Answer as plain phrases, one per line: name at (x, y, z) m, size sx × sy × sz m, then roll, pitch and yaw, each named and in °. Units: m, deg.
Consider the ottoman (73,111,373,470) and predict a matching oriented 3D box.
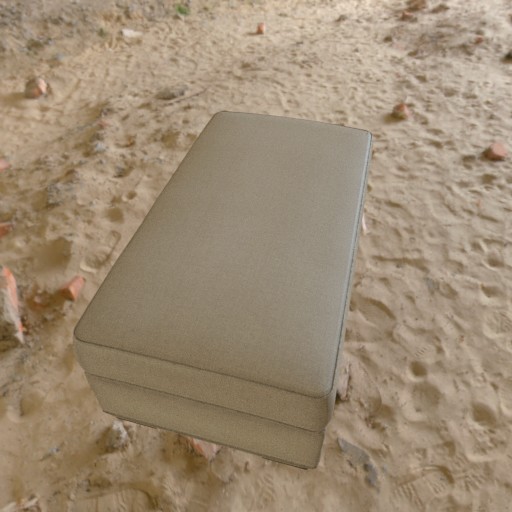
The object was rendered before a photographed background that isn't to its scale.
ottoman at (0.000, 0.000, 1.431) m, size 0.617 × 0.461 × 1.097 m, roll 11°, pitch 47°, yaw 10°
